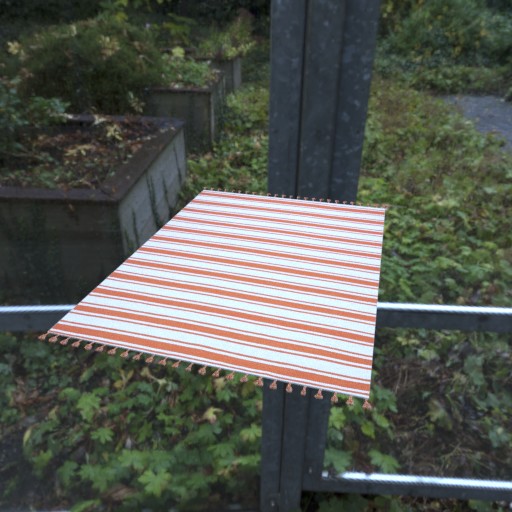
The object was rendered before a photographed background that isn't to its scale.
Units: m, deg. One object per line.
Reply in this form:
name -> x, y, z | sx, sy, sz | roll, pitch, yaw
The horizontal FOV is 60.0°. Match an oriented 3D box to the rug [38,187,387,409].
rug -> 0.000, 0.000, 4.449 | 2.451, 0.035, 3.369 | 8, 30, 14
